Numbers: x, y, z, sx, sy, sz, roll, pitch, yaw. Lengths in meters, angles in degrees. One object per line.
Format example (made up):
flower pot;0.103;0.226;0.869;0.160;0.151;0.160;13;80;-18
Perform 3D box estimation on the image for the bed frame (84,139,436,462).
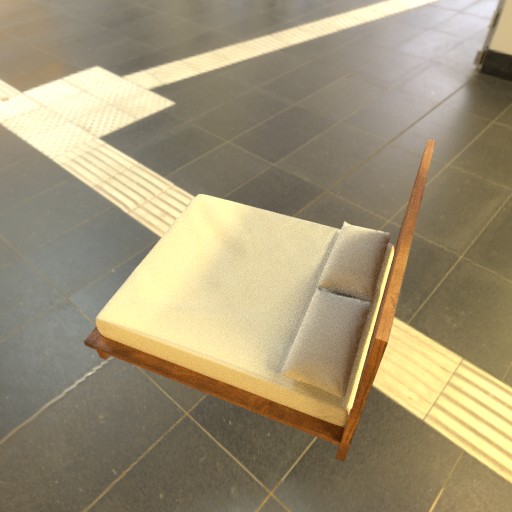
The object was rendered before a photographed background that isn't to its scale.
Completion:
bed frame;0.000;0.000;3.674;2.235;1.537;2.038;16;47;16
